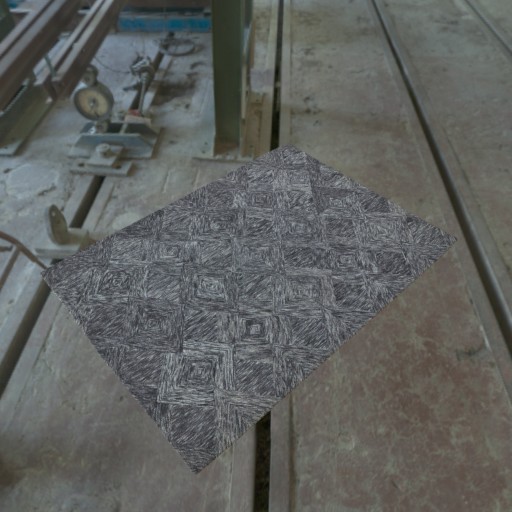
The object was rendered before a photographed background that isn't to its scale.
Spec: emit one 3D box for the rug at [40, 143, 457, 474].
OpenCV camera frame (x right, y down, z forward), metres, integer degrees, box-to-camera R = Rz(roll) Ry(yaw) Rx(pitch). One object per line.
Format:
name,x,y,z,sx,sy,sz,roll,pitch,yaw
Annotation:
rug,0.000,0.000,5.297,4.093,0.020,2.997,-33,55,-28
